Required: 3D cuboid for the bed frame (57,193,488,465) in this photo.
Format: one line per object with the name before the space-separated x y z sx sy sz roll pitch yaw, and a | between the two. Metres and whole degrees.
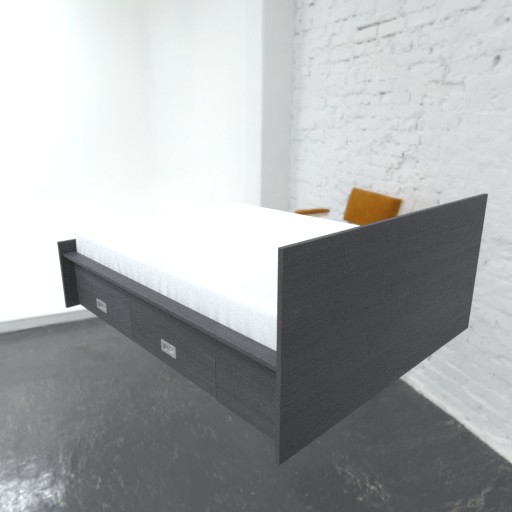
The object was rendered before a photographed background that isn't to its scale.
bed frame | 0.000 0.000 2.675 1.622 0.800 1.960 -15 22 -41
